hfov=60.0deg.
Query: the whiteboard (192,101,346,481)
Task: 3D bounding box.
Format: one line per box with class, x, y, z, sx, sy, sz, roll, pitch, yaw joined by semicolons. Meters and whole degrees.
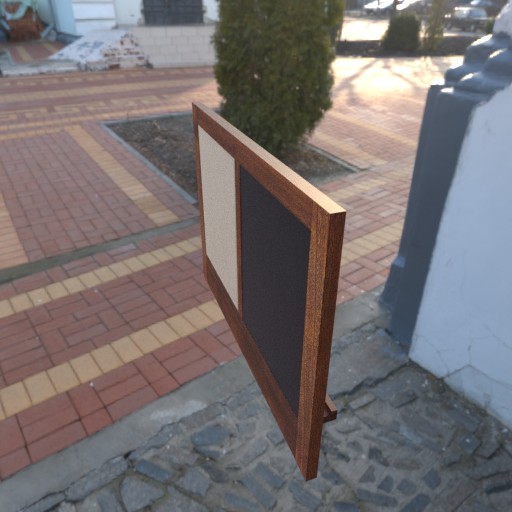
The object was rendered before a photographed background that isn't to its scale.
whiteboard;0.000;0.000;1.022;0.083;0.553;0.768;-10;31;-17
